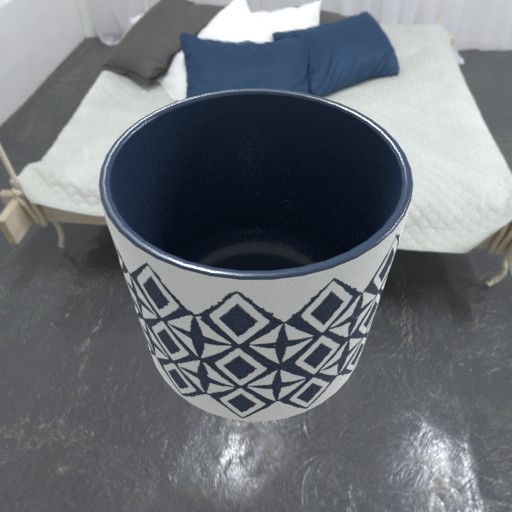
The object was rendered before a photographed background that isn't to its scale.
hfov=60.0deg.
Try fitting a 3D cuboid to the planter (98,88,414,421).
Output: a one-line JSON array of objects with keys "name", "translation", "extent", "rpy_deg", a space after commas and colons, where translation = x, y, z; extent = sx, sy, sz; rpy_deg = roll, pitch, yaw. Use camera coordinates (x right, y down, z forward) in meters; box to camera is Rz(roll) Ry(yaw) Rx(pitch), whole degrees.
[{"name": "planter", "translation": [0.000, 0.000, 0.320], "extent": [0.182, 0.165, 0.182], "rpy_deg": [0, 47, 0]}]
